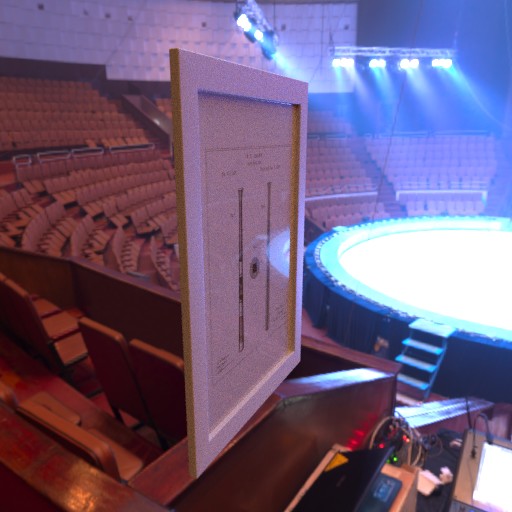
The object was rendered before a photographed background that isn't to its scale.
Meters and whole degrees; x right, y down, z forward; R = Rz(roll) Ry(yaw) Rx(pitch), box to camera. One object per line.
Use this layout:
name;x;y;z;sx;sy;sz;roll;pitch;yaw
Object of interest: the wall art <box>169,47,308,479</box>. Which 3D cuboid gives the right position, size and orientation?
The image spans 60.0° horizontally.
wall art;0.000;0.000;0.616;0.011;0.482;0.329;8;17;27
